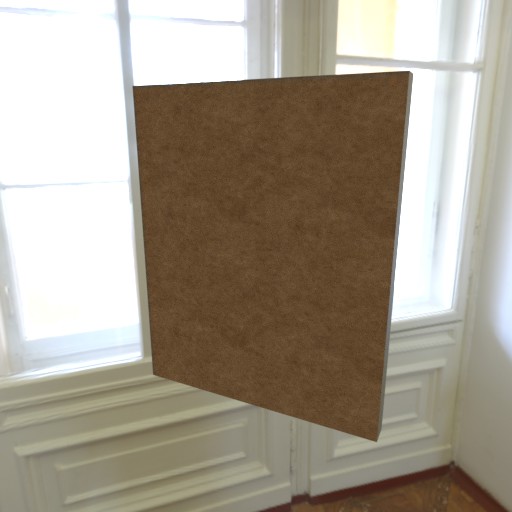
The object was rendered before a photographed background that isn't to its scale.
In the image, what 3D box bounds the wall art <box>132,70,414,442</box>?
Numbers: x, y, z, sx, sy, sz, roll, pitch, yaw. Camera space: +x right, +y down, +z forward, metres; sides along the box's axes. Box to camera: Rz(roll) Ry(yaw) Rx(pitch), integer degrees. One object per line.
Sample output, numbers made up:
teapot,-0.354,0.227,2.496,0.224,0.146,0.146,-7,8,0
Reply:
wall art,0.000,0.000,0.749,0.453,0.554,0.037,8,18,26
